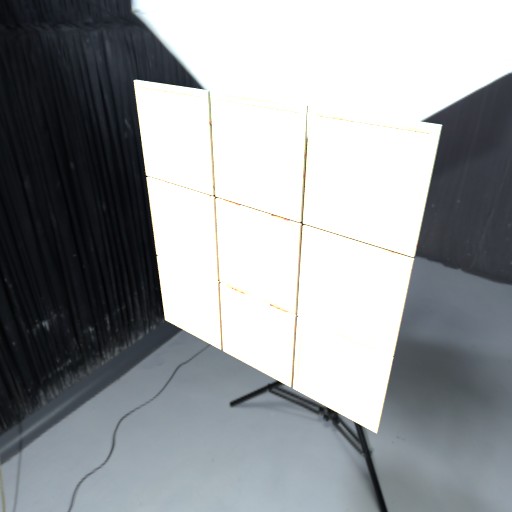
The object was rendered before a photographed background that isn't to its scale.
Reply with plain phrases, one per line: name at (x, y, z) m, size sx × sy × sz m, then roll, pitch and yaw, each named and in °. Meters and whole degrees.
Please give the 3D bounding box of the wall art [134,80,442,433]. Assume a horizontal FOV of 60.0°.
wall art at (0.000, 0.000, 1.784) m, size 1.214 × 1.219 × 0.013 m, roll 21°, pitch 36°, yaw 31°
